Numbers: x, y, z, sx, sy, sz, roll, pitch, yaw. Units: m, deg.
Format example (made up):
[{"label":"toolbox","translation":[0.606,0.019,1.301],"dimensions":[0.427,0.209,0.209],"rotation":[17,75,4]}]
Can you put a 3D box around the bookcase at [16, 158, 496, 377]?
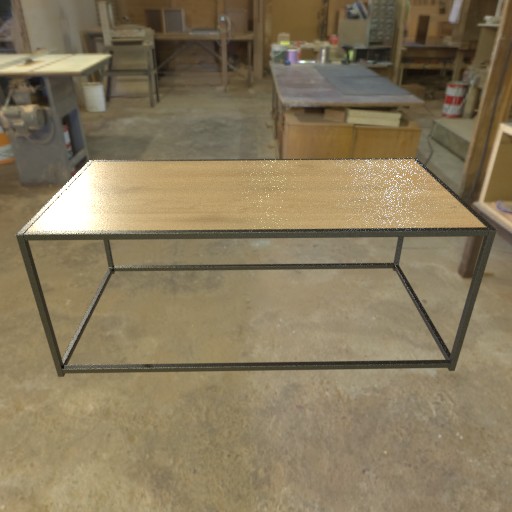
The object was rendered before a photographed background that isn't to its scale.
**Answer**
[{"label":"bookcase","translation":[0.000,0.000,1.234],"dimensions":[1.000,0.400,0.500],"rotation":[-1,30,-1]}]
